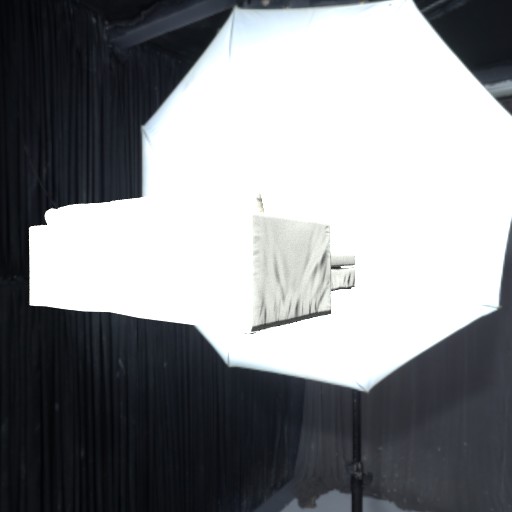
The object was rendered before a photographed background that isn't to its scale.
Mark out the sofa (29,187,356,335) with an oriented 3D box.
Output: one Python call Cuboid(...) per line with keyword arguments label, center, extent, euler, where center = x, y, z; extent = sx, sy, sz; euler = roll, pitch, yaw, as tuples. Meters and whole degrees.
Cuboid(label="sofa", center=(0.000, 0.000, 4.568), extent=(2.427, 0.882, 3.460), euler=(0, 0, 36))
